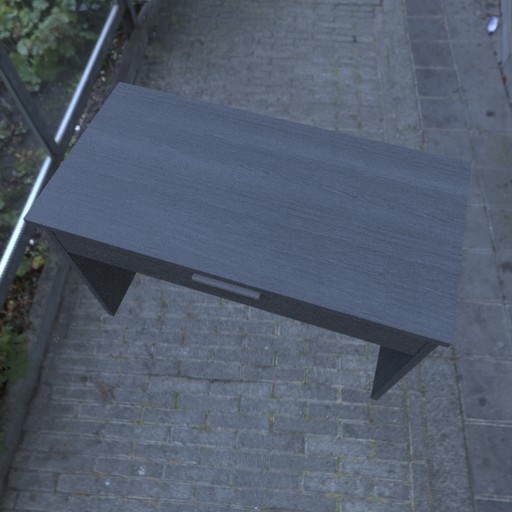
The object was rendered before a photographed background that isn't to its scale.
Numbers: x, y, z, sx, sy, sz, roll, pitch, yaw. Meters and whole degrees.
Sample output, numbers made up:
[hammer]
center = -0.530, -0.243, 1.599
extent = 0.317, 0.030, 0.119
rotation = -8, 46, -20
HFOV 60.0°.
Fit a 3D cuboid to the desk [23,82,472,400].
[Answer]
[desk]
center = 0.000, 0.000, 1.520
extent = 1.099, 0.729, 0.557
rotation = 16, 62, 9
